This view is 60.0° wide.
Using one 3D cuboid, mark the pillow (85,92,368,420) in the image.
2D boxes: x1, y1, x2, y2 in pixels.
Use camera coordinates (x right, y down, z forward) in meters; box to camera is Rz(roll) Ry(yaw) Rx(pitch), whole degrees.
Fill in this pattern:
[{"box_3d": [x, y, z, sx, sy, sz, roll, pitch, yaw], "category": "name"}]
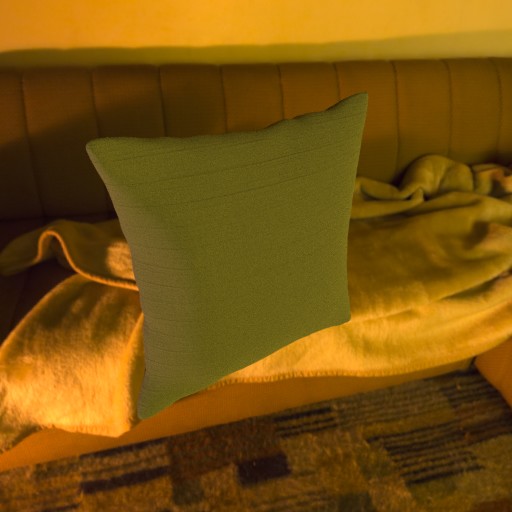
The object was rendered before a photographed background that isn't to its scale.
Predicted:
[{"box_3d": [0.000, 0.000, 0.727, 0.470, 0.464, 0.175, -20, 36, -30], "category": "pillow"}]
